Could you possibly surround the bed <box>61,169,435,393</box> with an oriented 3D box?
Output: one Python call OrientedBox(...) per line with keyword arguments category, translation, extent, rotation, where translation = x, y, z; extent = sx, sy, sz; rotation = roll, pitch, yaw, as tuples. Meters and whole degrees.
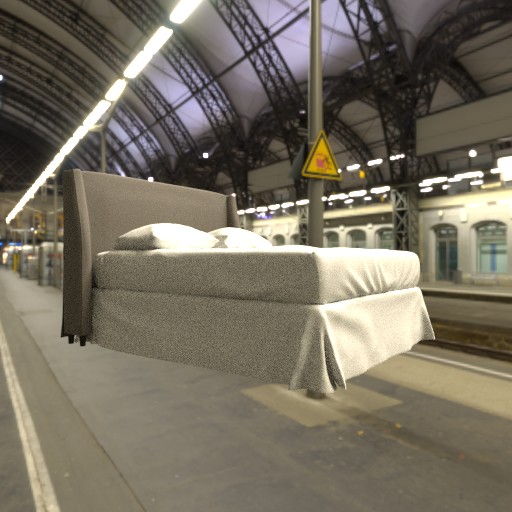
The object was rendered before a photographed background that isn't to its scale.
OrientedBox(category="bed", translation=(0.000, 0.000, 3.435), extent=(2.276, 1.332, 1.925), rotation=(0, 0, 37))
